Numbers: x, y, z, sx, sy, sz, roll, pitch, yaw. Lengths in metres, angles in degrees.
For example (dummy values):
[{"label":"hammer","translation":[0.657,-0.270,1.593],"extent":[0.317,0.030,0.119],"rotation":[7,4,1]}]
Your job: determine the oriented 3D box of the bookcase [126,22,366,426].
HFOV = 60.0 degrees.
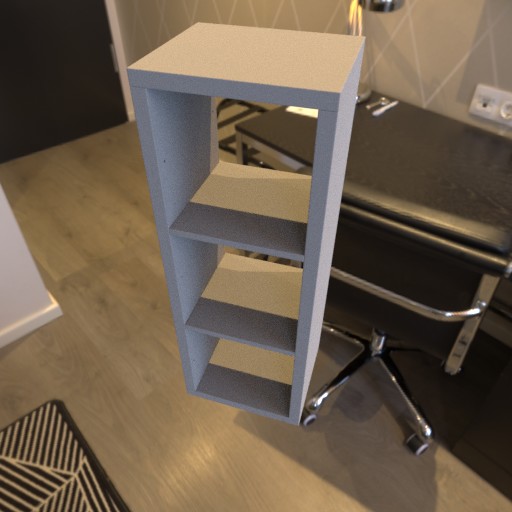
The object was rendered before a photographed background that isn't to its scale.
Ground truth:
[{"label":"bookcase","translation":[0.000,0.000,1.233],"extent":[0.390,1.080,0.330],"rotation":[12,43,13]}]
